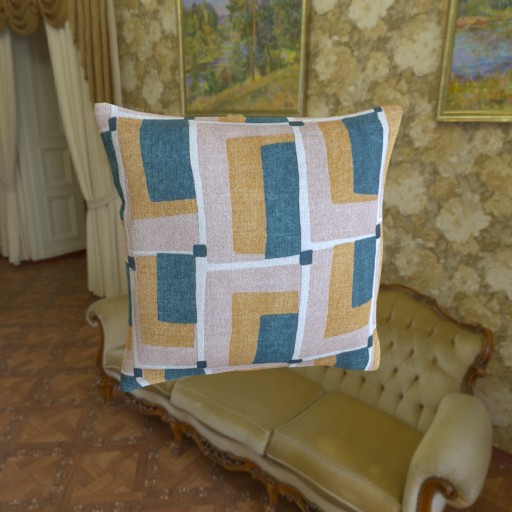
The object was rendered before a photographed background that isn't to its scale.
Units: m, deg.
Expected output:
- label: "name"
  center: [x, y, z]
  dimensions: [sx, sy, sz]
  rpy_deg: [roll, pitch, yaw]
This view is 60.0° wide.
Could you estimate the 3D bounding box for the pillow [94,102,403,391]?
- label: "pillow"
  center: [0.000, 0.000, 0.735]
  dimensions: [0.478, 0.479, 0.158]
  rpy_deg: [-2, 16, -8]
